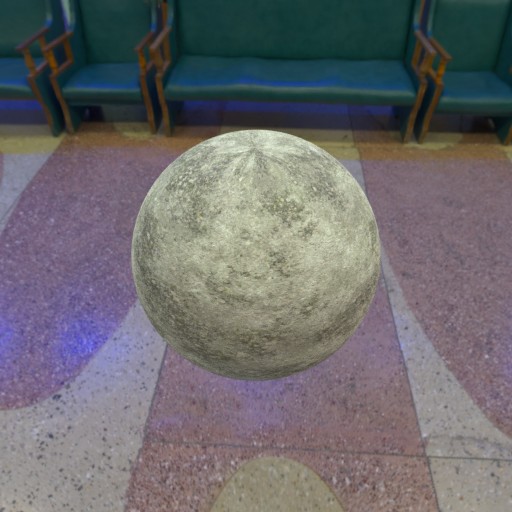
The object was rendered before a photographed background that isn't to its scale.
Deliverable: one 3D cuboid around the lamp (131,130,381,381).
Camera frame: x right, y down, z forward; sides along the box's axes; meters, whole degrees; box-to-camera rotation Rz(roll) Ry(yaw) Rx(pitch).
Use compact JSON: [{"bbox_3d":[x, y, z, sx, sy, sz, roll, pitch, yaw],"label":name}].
[{"bbox_3d":[0.000,0.000,0.779,0.422,0.429,0.422,0,44,0],"label":"lamp"}]
